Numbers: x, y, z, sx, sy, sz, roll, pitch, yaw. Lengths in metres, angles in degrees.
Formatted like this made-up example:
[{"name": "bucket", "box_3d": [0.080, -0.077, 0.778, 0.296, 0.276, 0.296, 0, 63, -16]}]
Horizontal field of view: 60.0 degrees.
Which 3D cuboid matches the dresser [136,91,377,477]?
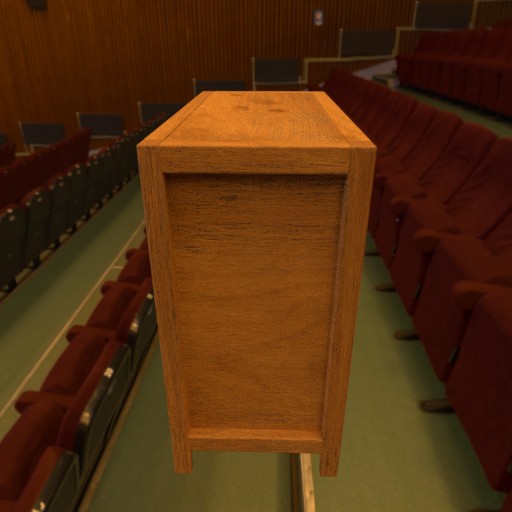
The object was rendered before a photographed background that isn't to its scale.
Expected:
[{"name": "dresser", "box_3d": [0.000, 0.000, 1.268, 0.427, 0.804, 0.804, 1, 26, 2]}]
